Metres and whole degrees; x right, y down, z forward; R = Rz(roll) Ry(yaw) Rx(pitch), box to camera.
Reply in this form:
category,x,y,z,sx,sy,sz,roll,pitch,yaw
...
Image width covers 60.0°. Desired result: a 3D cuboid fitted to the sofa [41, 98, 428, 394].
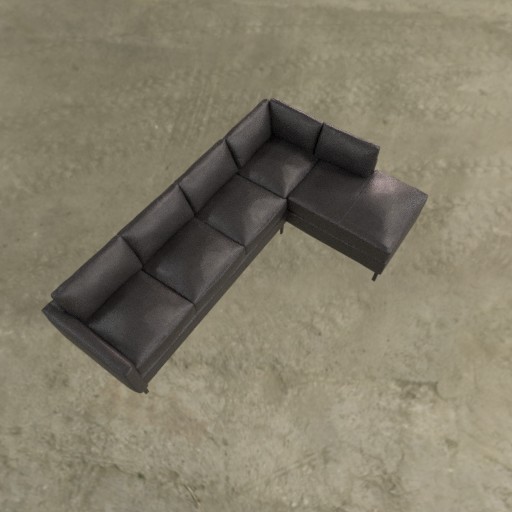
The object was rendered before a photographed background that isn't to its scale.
category,x,y,z,sx,sy,sz,roll,pitch,yaw
sofa,0.000,0.000,3.909,1.938,0.877,2.984,31,62,18
